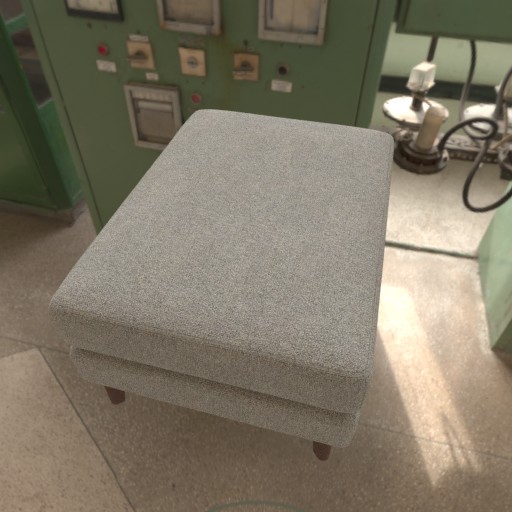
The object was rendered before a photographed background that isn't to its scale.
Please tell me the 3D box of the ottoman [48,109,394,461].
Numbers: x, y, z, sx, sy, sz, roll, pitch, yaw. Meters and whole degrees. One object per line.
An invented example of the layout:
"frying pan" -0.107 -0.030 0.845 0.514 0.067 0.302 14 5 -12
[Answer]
"ottoman" 0.000 0.000 1.161 0.611 0.441 0.821 11 46 11
